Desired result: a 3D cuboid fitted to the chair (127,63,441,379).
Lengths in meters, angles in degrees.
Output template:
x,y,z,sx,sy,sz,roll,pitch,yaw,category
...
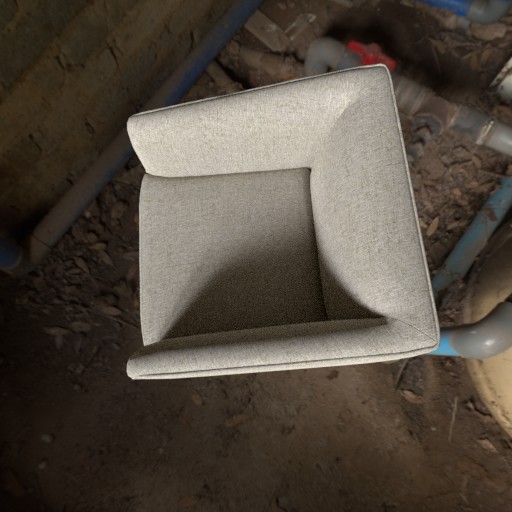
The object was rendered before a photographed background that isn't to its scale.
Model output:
x,y,z,sx,sy,sz,roll,pitch,yaw,category
0.000,0.000,1.226,0.623,0.760,0.628,-4,74,-1,chair
